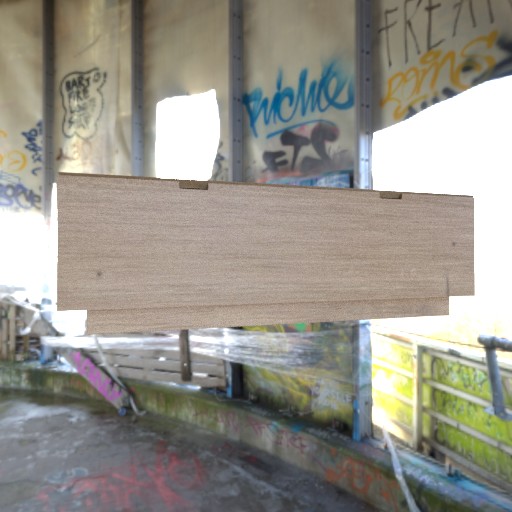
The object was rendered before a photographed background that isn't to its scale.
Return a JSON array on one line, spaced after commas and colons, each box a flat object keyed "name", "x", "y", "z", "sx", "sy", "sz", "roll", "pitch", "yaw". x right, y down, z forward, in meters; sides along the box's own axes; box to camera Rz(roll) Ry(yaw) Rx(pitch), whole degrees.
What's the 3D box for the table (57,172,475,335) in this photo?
[{"name": "table", "x": 0.000, "y": 0.000, "z": 1.425, "sx": 1.110, "sy": 0.353, "sz": 0.678, "roll": 0, "pitch": 0, "yaw": -19}]
